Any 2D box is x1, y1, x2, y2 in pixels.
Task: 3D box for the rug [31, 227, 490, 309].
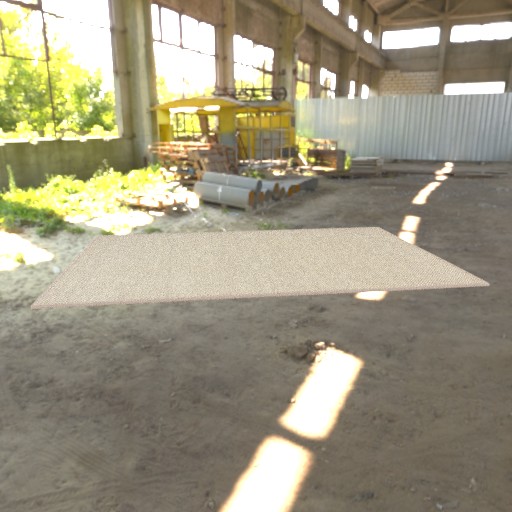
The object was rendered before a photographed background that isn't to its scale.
[{"bbox_3d":[0.000,0.000,2.100,1.676,0.013,1.067,-2,16,-8],"label":"rug"}]
